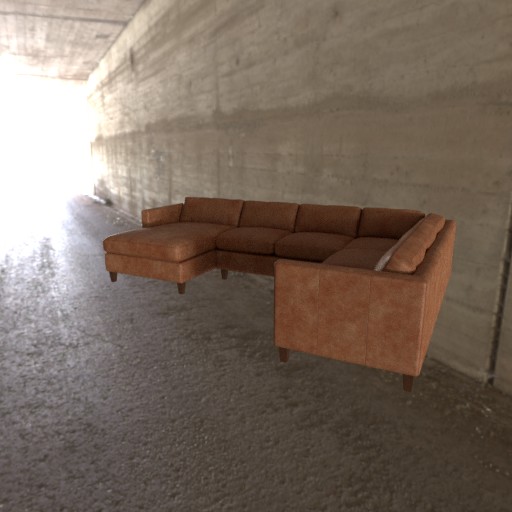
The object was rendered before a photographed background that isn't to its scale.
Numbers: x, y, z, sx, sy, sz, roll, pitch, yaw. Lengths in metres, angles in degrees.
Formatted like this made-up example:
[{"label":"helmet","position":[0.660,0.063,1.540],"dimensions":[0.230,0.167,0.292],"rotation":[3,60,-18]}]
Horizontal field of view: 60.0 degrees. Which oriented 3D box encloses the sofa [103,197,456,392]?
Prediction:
[{"label":"sofa","position":[0.000,0.000,4.346],"dimensions":[3.401,0.832,2.430],"rotation":[7,15,26]}]
